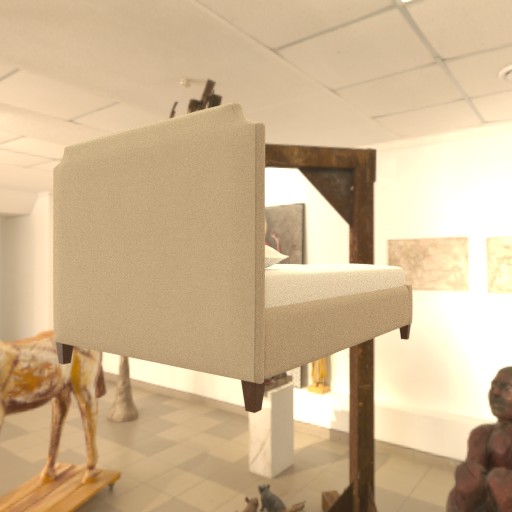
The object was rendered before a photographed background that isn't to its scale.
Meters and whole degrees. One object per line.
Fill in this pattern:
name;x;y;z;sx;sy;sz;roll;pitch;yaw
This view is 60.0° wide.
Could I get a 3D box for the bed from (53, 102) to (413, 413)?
bed;0.000;0.000;3.411;1.713;1.443;2.372;0;0;36
